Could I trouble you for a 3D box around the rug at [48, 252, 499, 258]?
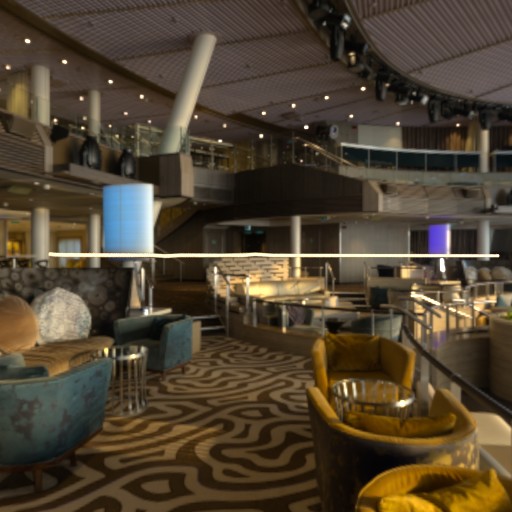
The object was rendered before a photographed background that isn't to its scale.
[{"bbox_3d":[0.000,0.000,4.650,3.659,0.037,2.734,0,0,-18],"label":"rug"}]
